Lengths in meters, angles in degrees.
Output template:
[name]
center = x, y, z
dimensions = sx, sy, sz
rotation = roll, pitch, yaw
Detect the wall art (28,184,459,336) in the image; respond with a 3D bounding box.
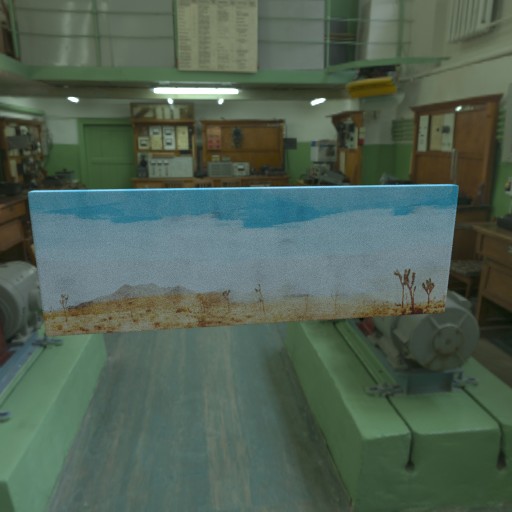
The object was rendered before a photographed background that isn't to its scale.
[wall art]
center = 0.000, 0.000, 0.824
dimensions = 0.759, 0.254, 0.044
rotation = -2, 15, -8
